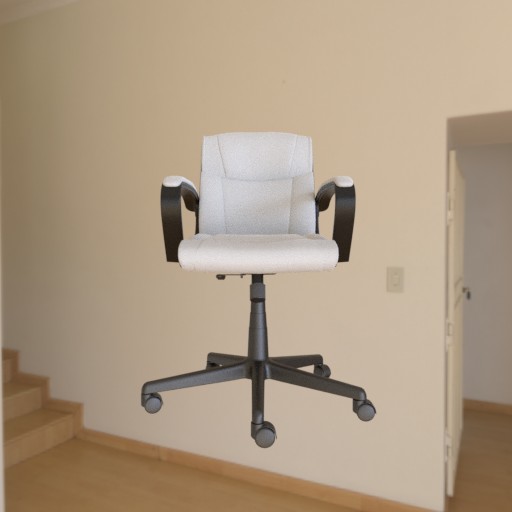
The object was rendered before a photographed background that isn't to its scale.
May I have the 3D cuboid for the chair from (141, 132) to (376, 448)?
[{"bbox_3d":[0.000,0.000,1.516,0.739,1.004,0.717,0,1,0],"label":"chair"}]
